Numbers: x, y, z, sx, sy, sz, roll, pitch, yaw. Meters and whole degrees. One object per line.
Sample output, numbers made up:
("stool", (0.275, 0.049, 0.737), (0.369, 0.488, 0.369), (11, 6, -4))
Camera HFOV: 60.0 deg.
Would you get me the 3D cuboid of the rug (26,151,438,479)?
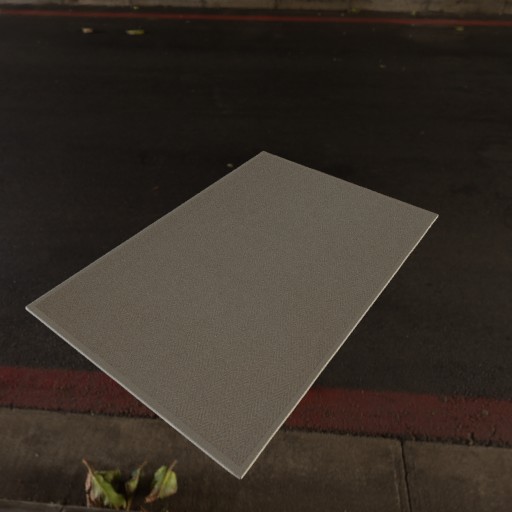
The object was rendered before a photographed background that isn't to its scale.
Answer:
("rug", (0.000, 0.000, 2.788), (1.532, 0.017, 2.244), (27, 48, 27))
